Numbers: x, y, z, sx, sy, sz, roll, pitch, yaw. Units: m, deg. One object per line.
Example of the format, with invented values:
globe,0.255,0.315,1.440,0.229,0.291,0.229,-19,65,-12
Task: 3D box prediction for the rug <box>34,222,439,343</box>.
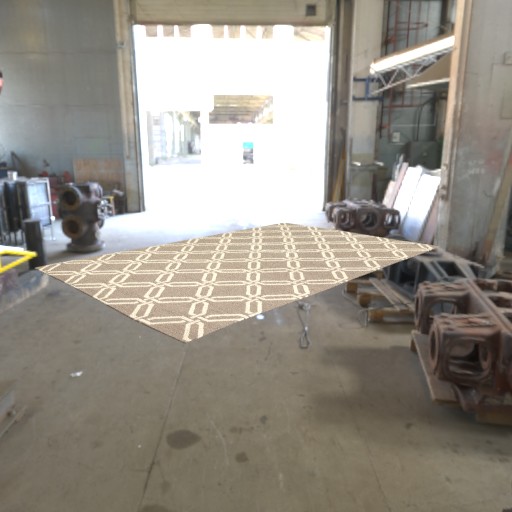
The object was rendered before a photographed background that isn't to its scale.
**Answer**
rug,0.000,0.000,2.234,1.142,0.010,1.748,13,19,43
